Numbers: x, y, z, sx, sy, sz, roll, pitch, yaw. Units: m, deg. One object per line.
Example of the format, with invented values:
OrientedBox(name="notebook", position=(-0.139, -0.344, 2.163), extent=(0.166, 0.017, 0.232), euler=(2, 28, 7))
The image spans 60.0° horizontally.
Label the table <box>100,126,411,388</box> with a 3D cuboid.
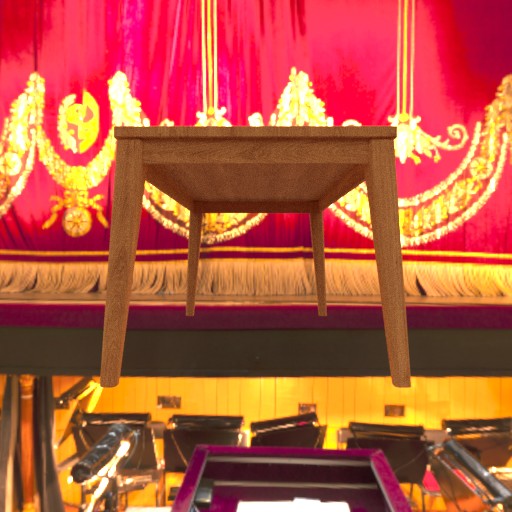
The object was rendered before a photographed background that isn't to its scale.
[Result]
OrientedBox(name="table", position=(0.000, 0.000, 2.071), extent=(0.900, 0.760, 1.600), euler=(0, 0, 0))
